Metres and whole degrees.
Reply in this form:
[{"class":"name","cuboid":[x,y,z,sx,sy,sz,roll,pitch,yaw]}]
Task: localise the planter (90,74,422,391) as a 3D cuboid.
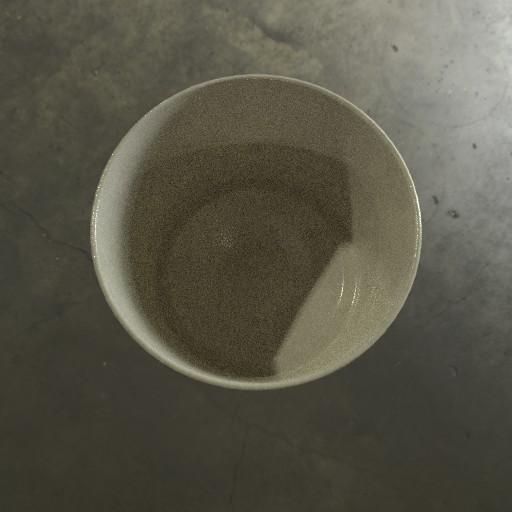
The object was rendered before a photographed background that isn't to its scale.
[{"class":"planter","cuboid":[0.000,0.000,0.342,0.190,0.181,0.190,0,76,0]}]
